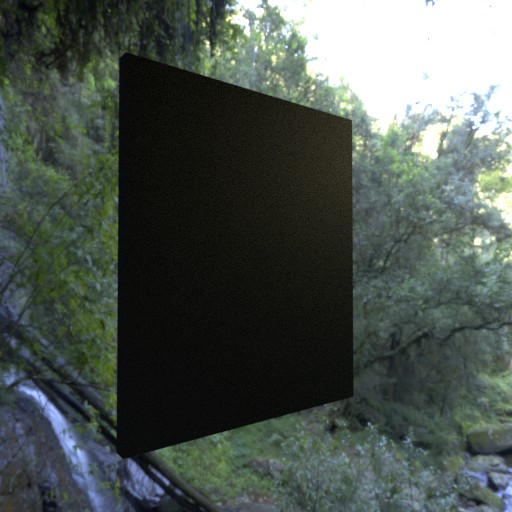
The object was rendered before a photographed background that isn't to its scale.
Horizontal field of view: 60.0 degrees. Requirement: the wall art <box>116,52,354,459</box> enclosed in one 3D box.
[{"bbox_3d":[0.000,0.000,0.688,0.428,0.505,0.023,1,-2,-37],"label":"wall art"}]
